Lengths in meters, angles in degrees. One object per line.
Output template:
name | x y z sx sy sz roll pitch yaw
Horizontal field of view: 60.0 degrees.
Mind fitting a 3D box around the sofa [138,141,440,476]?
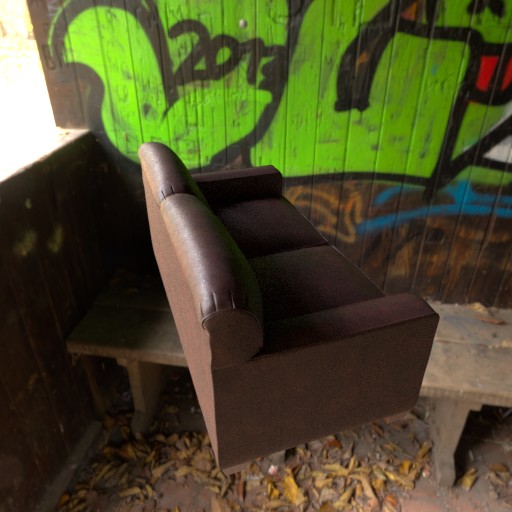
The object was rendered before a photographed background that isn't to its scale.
sofa | 0.000 0.000 2.454 1.000 0.966 1.856 -10 33 -16
